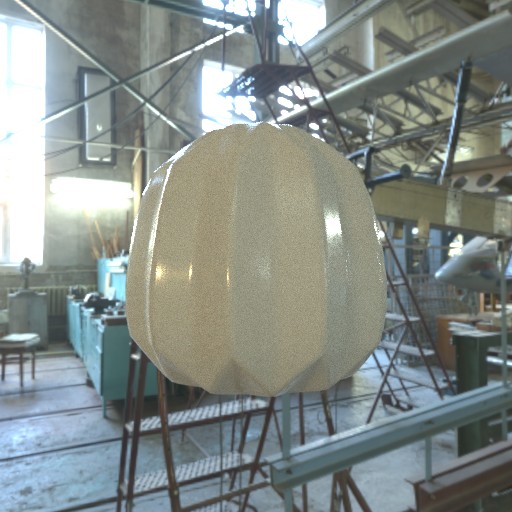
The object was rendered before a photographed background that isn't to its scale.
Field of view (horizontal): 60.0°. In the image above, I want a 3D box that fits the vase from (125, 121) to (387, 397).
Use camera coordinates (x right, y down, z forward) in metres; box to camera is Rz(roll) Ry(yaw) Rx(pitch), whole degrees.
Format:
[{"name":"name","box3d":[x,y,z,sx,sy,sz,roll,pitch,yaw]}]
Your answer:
[{"name":"vase","box3d":[0.000,0.000,0.244,0.139,0.134,0.139,0,-1,0]}]
